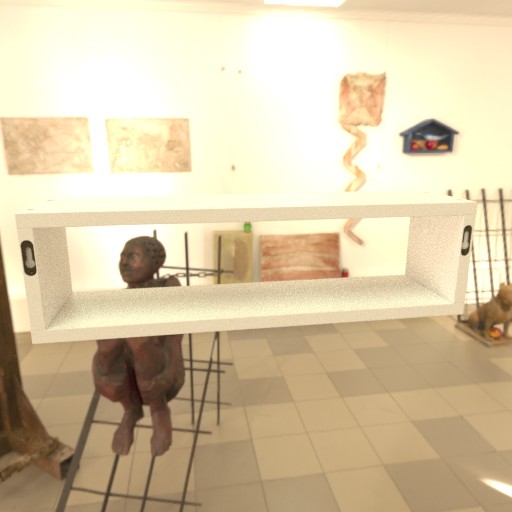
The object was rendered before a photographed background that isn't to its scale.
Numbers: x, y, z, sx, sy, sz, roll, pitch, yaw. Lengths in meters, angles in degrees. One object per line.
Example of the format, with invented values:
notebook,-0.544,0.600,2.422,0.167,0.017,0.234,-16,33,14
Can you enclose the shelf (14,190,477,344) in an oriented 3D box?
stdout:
shelf,0.000,0.000,0.670,0.610,0.170,0.150,-2,15,-9
